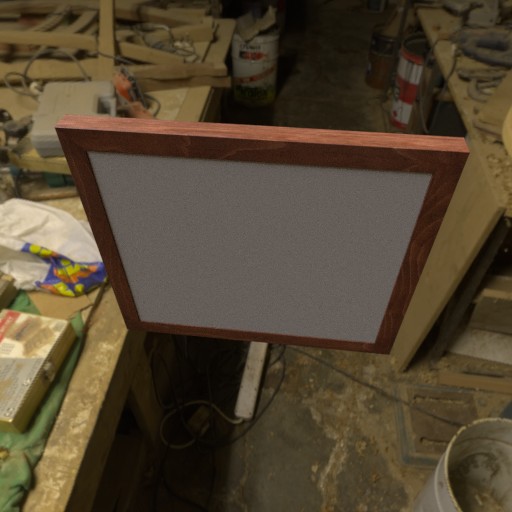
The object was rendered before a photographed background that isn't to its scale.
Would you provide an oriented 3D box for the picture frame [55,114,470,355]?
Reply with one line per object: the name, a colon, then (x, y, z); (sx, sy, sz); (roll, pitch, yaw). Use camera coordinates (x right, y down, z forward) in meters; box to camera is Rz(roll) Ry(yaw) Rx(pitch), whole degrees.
picture frame: (0.000, 0.000, 0.531); (0.381, 0.330, 0.025); (5, 46, 5)
